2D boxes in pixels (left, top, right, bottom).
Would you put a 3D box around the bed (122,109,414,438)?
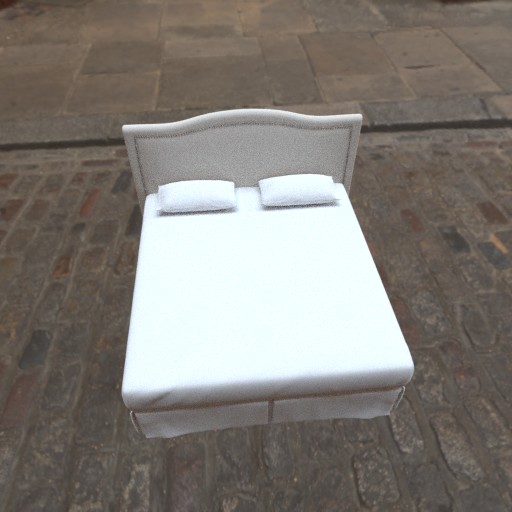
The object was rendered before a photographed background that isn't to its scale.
[{"bbox_3d":[0.000,0.000,3.521,2.083,1.421,2.182,-4,45,-4],"label":"bed"}]
